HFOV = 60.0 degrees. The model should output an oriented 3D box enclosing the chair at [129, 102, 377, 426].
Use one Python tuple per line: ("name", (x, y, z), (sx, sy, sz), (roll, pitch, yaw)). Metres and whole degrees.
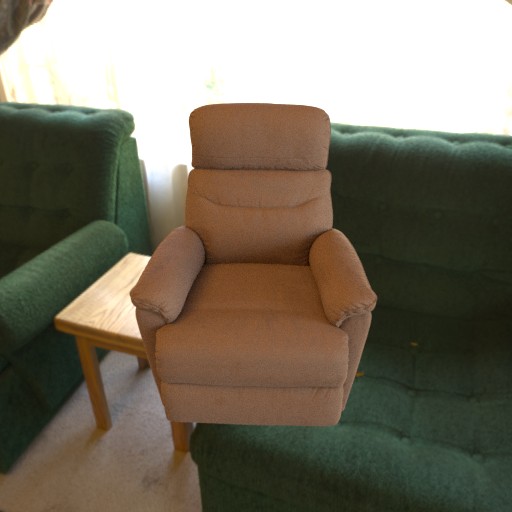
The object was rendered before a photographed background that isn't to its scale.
("chair", (0.000, 0.000, 1.805), (0.820, 1.037, 1.004), (1, 30, 2))
